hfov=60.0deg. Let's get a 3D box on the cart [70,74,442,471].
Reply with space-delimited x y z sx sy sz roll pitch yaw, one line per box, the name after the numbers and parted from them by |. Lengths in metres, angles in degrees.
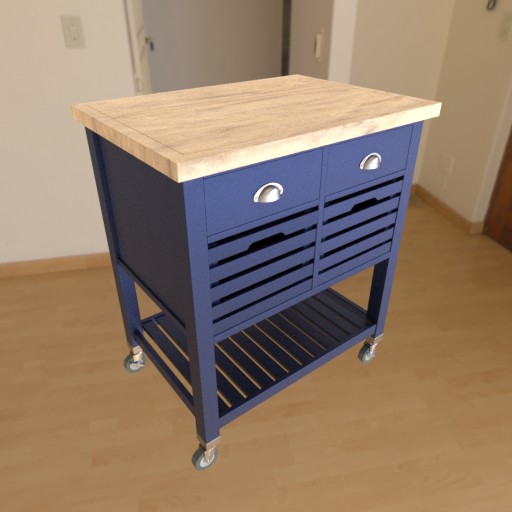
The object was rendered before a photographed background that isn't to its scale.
0.000 0.000 1.387 0.797 0.920 0.567 -22 37 -31 | cart
